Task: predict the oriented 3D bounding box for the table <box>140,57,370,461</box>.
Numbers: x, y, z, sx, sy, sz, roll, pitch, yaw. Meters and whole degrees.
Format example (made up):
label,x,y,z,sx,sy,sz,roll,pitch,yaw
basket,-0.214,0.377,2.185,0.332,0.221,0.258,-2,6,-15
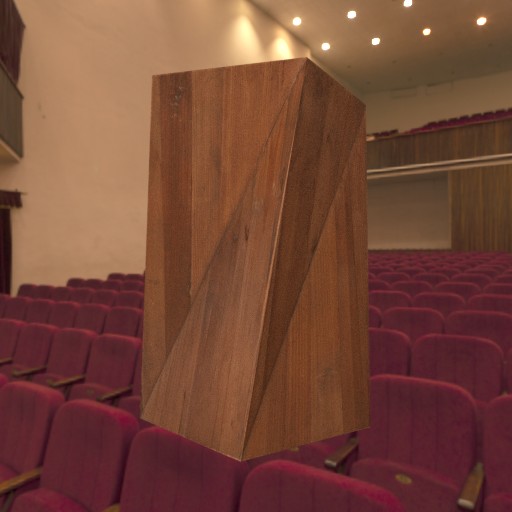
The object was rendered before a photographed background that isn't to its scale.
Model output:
label,x,y,z,sx,sy,sz,roll,pitch,yaw
table,0.000,0.000,0.878,0.441,0.604,0.425,0,0,35
